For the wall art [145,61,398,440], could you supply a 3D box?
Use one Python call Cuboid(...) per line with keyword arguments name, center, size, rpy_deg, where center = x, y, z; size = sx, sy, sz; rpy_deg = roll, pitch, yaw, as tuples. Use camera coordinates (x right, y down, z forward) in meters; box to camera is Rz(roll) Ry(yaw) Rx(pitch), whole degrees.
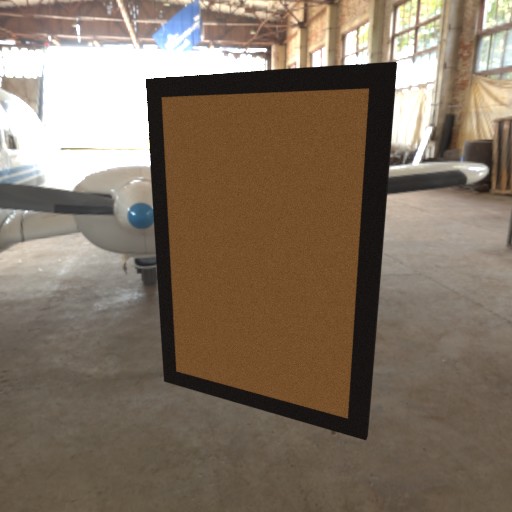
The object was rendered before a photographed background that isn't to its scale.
Cuboid(name="wall art", center=(0.000, 0.000, 0.689), size=(0.380, 0.534, 0.013), rpy_deg=(7, 17, 25))
